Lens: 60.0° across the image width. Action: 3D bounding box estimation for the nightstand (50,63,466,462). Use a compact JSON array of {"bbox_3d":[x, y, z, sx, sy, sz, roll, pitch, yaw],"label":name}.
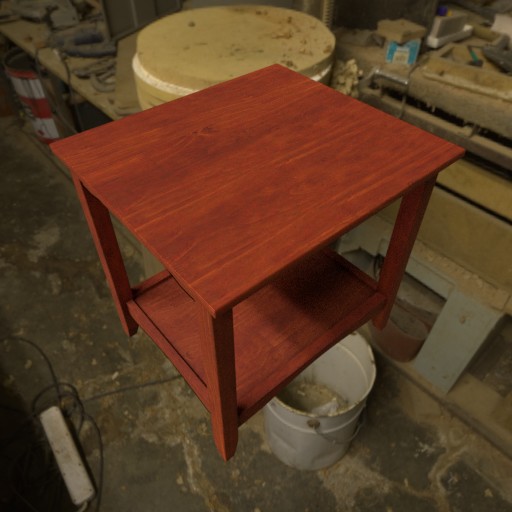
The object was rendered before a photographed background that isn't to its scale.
[{"bbox_3d":[0.000,0.000,0.992,0.558,0.558,0.501,-31,53,-27],"label":"nightstand"}]
